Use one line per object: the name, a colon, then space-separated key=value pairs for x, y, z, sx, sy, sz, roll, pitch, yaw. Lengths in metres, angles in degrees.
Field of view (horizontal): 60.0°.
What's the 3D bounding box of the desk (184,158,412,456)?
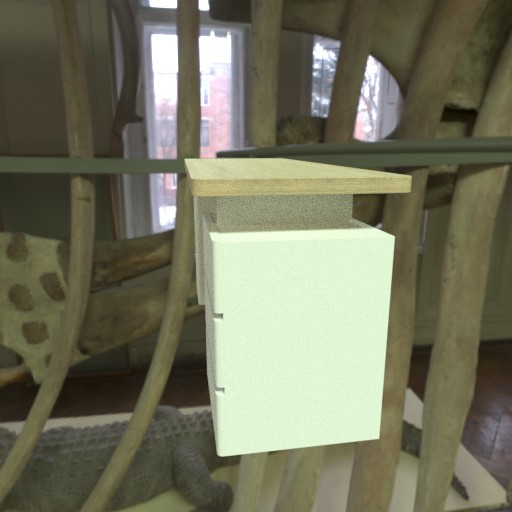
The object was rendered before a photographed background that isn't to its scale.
desk: x=0.000 y=0.000 z=1.859 sx=0.550 sy=0.755 sz=1.500 roll=-2 pitch=14 yaw=-9
